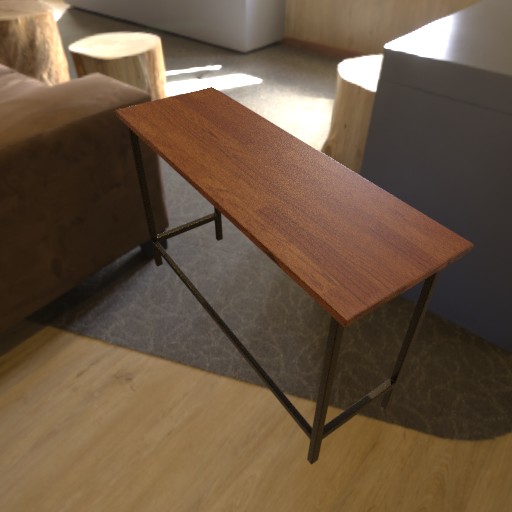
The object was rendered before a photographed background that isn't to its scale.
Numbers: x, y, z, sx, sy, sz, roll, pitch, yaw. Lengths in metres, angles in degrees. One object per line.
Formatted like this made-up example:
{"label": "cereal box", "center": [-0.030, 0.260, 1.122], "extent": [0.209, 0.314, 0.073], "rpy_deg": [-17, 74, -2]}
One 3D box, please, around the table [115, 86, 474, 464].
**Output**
{"label": "table", "center": [0.000, 0.000, 1.564], "extent": [0.408, 0.740, 1.204], "rpy_deg": [-25, 47, -25]}
